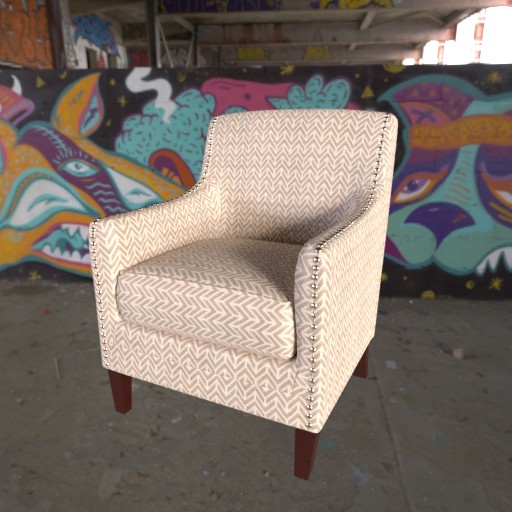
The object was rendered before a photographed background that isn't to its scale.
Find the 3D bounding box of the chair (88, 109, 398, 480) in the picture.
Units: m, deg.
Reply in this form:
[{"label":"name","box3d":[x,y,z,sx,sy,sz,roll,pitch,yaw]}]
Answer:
[{"label":"chair","box3d":[0.000,0.000,1.264,0.623,0.816,0.651,8,18,26]}]
